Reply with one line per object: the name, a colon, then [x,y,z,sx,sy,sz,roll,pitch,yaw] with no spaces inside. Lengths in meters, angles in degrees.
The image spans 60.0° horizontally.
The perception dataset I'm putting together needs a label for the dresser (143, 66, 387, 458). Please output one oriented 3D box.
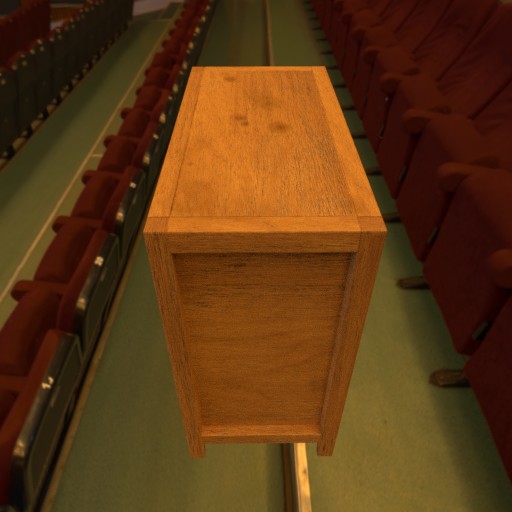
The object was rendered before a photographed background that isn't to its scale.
dresser: [0.000,0.000,1.285,0.427,0.804,0.804,0,41,0]
